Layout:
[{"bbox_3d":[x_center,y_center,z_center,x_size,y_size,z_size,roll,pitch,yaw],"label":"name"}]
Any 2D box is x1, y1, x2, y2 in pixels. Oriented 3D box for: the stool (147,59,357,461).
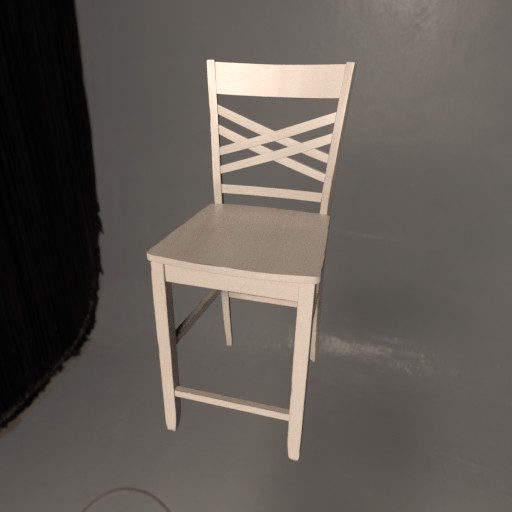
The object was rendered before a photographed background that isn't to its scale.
[{"bbox_3d":[0.000,0.000,1.366,0.462,1.079,0.539,7,28,14],"label":"stool"}]
